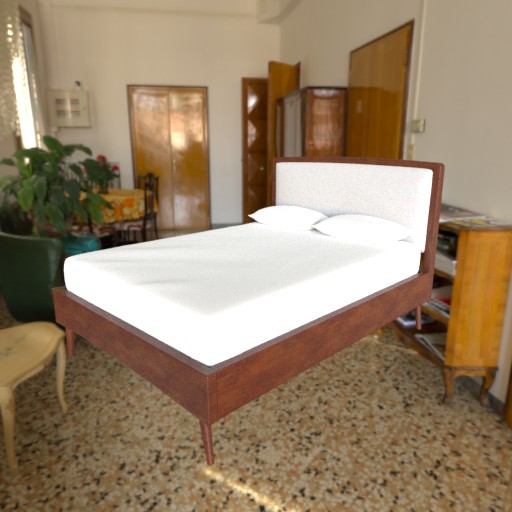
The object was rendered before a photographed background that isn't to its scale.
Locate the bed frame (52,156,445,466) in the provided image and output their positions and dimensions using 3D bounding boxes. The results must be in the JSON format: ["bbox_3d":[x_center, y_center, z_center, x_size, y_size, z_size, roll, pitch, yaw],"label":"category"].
[{"bbox_3d":[0.000,0.000,3.051,1.587,1.279,2.171,14,20,43],"label":"bed frame"}]
